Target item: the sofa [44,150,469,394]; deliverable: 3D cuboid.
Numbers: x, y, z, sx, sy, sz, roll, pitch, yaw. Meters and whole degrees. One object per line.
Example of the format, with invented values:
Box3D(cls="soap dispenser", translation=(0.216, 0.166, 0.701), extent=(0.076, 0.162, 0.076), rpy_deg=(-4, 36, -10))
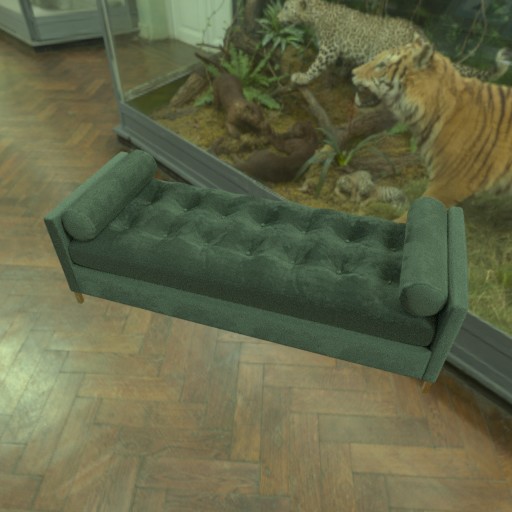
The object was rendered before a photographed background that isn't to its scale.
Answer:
Box3D(cls="sofa", translation=(0.000, 0.000, 2.516), extent=(2.102, 0.705, 0.796), rpy_deg=(12, 42, 13))
